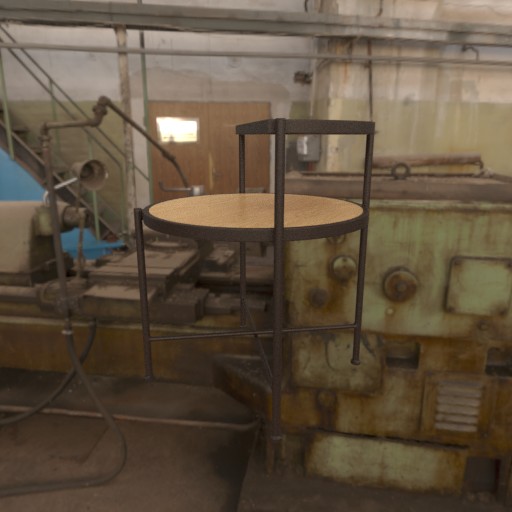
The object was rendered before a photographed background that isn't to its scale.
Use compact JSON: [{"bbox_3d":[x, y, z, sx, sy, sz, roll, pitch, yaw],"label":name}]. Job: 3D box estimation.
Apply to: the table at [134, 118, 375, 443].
[{"bbox_3d":[0.000,0.000,1.187,0.628,0.684,0.629,-2,15,-8],"label":"table"}]
